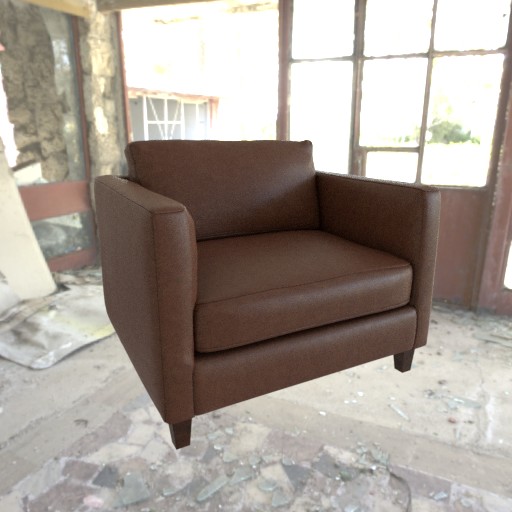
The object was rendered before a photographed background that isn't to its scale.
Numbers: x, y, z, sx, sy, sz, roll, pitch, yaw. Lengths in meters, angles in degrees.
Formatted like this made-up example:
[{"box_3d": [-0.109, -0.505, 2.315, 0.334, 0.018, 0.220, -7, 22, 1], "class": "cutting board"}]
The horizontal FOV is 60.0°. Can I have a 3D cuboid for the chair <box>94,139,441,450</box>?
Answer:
[{"box_3d": [0.000, 0.000, 1.814, 1.107, 0.917, 0.959, -8, 18, -27], "class": "chair"}]
